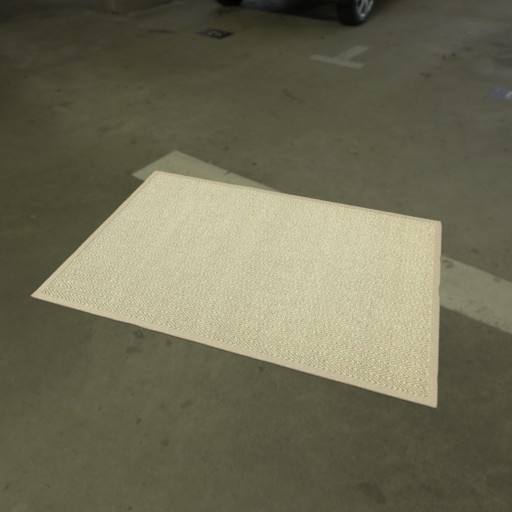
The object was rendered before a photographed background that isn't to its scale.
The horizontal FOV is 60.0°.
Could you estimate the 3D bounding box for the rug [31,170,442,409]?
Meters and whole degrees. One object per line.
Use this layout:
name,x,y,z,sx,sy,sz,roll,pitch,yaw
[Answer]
rug,0.000,0.000,2.888,2.290,0.021,1.540,12,42,14
